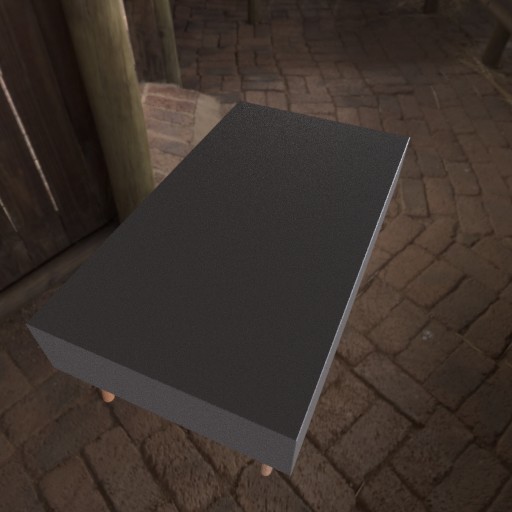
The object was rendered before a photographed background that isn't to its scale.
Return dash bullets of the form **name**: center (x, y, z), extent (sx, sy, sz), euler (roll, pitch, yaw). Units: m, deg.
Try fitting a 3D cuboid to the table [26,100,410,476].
- **table**: center (0.000, 0.000, 1.489), extent (0.703, 0.404, 1.201), euler (18, 49, 16)
